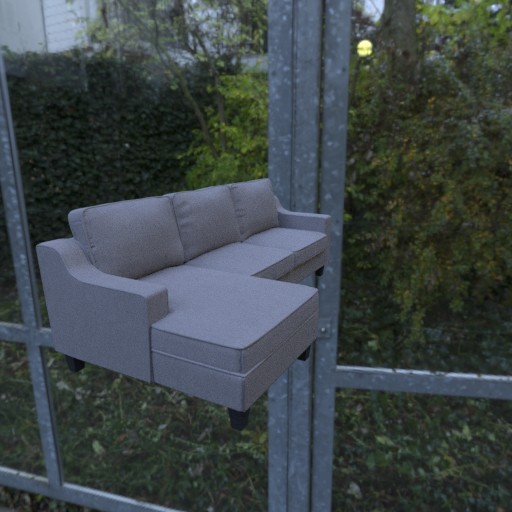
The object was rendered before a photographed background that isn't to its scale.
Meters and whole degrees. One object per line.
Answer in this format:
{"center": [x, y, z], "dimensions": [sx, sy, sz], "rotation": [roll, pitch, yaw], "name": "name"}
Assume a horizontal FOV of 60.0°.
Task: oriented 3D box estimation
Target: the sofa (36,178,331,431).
{"center": [0.000, 0.000, 3.211], "dimensions": [1.294, 0.928, 2.561], "rotation": [8, 17, 28], "name": "sofa"}
